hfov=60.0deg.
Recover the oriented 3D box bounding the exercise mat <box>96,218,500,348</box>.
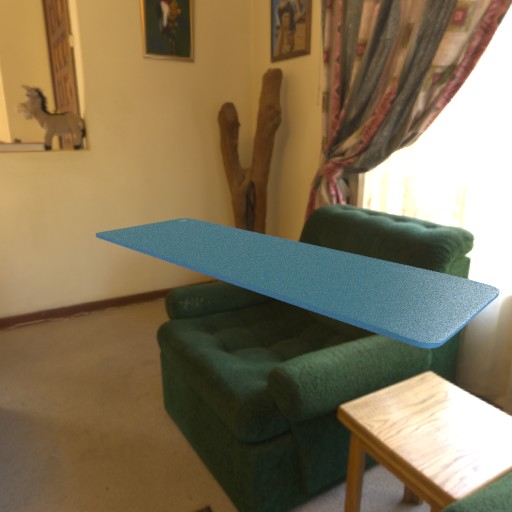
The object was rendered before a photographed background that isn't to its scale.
[{"bbox_3d":[0.000,0.000,1.982,1.869,0.021,0.616,15,22,42],"label":"exercise mat"}]
